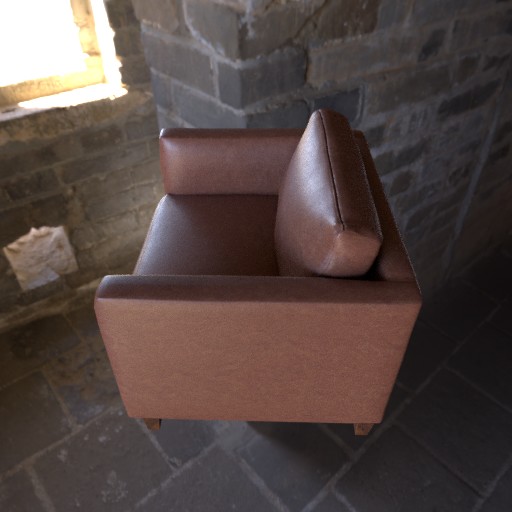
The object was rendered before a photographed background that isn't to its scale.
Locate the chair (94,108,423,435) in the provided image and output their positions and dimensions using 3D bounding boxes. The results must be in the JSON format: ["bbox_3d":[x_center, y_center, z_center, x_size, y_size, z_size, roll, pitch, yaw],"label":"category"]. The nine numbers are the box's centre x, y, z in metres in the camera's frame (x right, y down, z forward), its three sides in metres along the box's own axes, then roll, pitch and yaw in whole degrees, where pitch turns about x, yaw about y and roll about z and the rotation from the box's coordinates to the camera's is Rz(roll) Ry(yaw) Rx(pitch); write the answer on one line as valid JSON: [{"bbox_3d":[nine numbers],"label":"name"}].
[{"bbox_3d":[0.000,0.000,1.793,0.959,0.917,1.107,1,40,1],"label":"chair"}]
